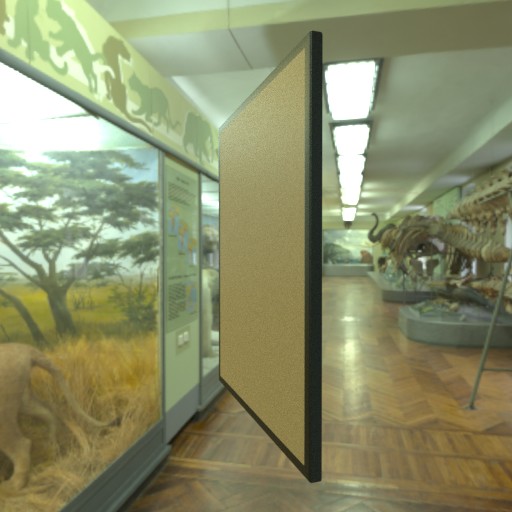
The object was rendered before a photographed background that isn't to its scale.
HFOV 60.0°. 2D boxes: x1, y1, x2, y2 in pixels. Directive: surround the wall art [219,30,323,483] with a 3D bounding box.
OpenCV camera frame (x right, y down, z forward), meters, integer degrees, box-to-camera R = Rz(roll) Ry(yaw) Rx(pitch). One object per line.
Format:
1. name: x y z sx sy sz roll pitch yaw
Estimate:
1. wall art: 0.000 0.000 0.798 0.018 0.582 0.481 0 1 -19
